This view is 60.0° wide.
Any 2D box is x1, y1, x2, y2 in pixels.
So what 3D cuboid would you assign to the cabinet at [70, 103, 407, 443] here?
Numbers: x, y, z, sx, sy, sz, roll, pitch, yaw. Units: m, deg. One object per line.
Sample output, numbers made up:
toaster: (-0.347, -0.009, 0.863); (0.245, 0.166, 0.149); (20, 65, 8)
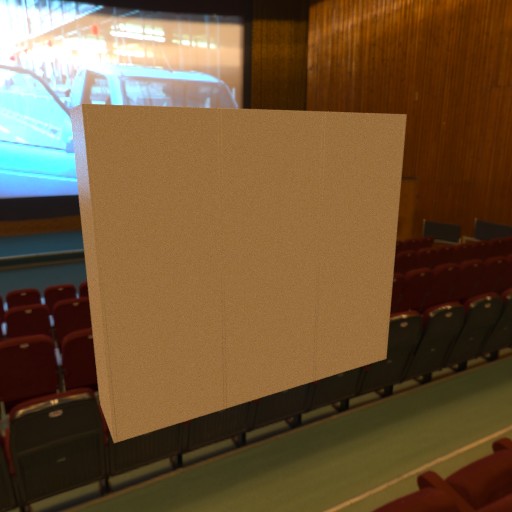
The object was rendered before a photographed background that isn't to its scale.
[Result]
cabinet: (0.000, 0.000, 3.831); (2.700, 2.370, 0.590); (-8, 17, -28)
